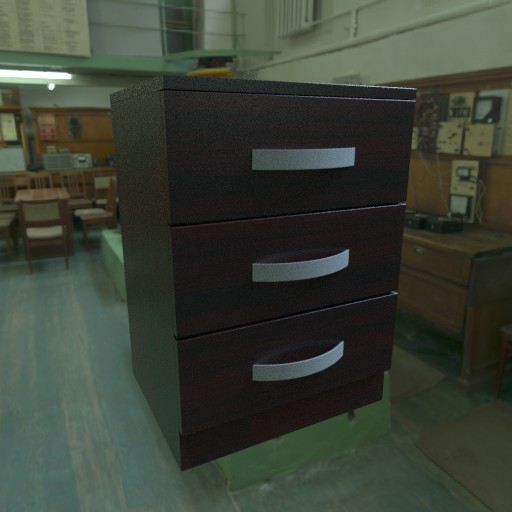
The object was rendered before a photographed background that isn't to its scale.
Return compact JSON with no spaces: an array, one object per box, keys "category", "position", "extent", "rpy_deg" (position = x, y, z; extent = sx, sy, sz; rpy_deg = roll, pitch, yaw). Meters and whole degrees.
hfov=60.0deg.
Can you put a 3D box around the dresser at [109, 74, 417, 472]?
[{"category":"dresser","position":[0.000,0.000,0.801],"extent":[0.400,0.560,0.360],"rpy_deg":[-8,18,-27]}]
